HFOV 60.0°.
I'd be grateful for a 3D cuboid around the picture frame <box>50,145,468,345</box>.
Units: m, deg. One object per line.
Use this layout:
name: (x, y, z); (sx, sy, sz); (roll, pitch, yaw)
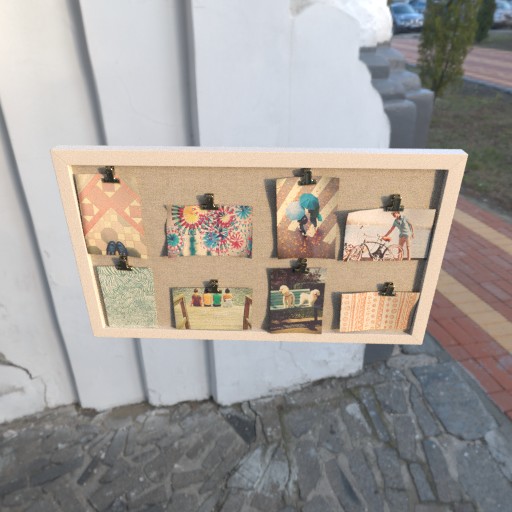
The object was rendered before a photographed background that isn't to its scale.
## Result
picture frame: (0.000, 0.000, 0.784); (0.647, 0.379, 0.044); (1, 30, 2)
